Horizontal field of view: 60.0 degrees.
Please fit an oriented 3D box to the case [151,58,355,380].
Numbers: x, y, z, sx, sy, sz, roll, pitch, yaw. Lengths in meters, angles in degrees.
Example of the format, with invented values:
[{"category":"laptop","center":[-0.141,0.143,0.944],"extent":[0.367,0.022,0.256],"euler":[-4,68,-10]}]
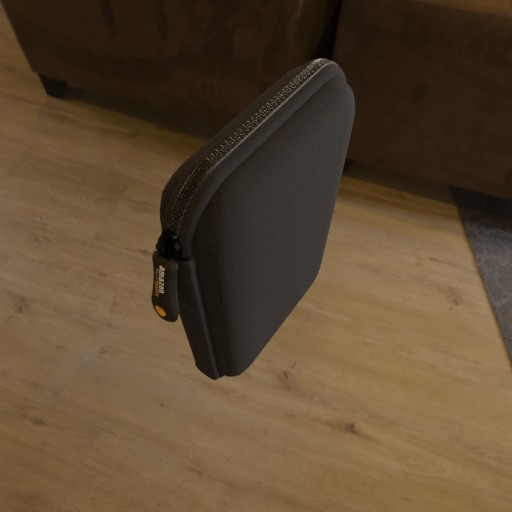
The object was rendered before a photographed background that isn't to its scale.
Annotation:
[{"category":"case","center":[0.000,0.000,0.194],"extent":[0.030,0.147,0.107],"euler":[31,62,19]}]
